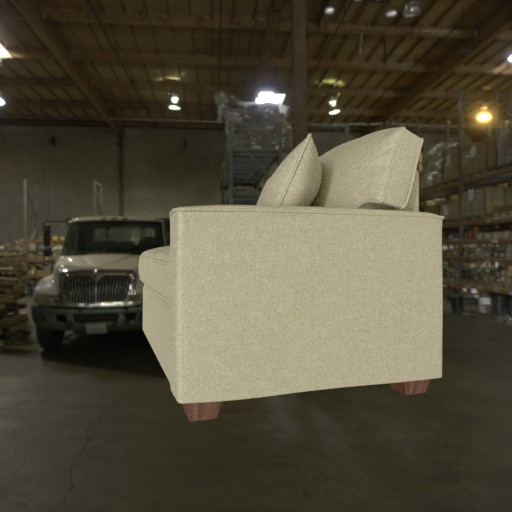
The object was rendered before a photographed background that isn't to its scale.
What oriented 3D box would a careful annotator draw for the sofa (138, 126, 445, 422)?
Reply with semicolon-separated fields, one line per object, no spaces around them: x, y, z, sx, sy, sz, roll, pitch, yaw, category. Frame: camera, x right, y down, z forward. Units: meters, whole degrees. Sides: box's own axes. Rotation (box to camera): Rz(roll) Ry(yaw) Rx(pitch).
0.000;0.000;2.087;0.991;0.989;1.388;0;1;-19;sofa
